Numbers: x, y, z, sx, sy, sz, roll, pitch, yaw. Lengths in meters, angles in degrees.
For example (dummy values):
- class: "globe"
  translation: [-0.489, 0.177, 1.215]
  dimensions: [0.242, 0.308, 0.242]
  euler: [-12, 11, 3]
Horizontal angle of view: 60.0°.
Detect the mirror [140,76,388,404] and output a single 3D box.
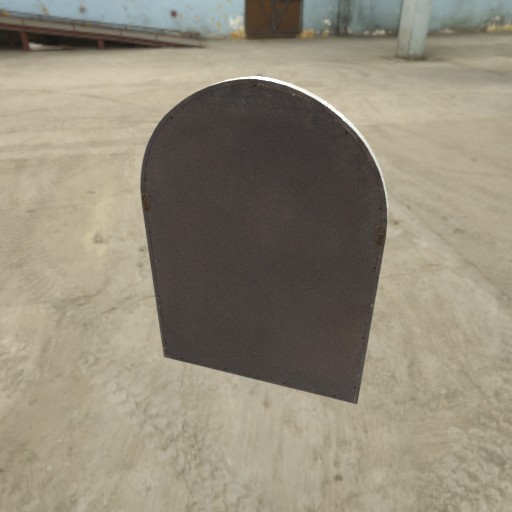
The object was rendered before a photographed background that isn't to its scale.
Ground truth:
- class: "mirror"
  translation: [0.000, 0.000, 1.217]
  dimensions: [0.660, 0.920, 0.032]
  euler: [9, 32, 15]
